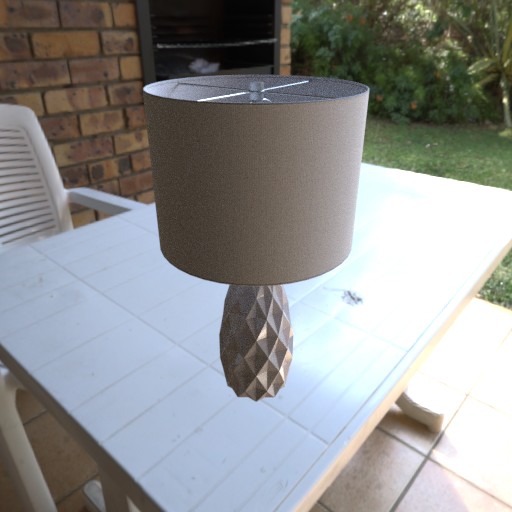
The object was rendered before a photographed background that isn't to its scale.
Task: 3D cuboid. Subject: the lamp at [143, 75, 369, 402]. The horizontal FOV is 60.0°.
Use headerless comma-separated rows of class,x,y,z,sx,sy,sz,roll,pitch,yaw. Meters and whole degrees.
lamp,0.000,0.000,0.712,0.297,0.522,0.297,0,27,0
